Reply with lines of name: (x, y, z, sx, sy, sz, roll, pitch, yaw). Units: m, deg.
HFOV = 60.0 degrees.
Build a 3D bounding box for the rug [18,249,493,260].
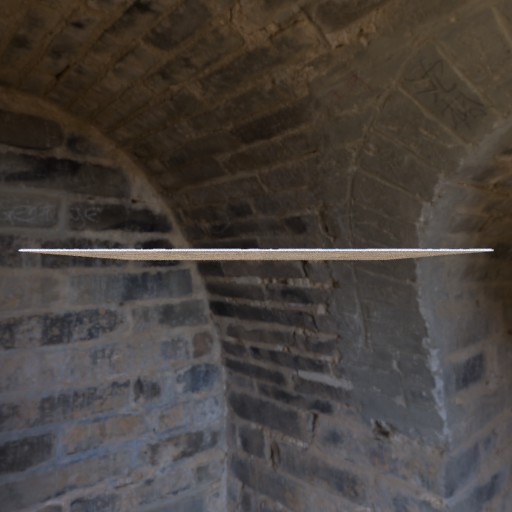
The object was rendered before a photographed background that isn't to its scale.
rug: (0.000, 0.000, 4.028, 3.040, 0.014, 2.423, 0, -2, 1)
